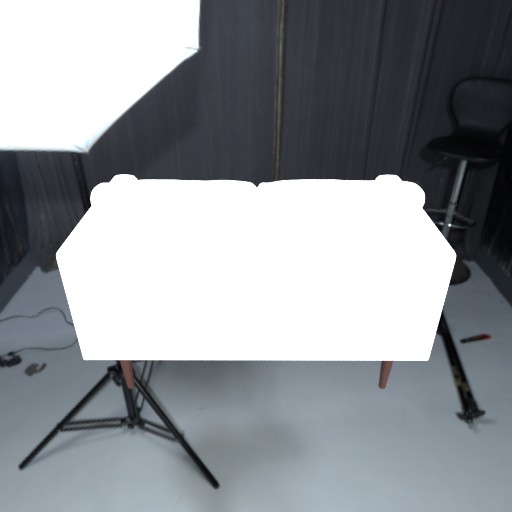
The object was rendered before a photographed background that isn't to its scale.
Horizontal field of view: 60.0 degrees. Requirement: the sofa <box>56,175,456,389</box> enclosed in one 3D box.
[{"bbox_3d":[0.000,0.000,2.015,1.430,0.908,0.796,0,31,0],"label":"sofa"}]
